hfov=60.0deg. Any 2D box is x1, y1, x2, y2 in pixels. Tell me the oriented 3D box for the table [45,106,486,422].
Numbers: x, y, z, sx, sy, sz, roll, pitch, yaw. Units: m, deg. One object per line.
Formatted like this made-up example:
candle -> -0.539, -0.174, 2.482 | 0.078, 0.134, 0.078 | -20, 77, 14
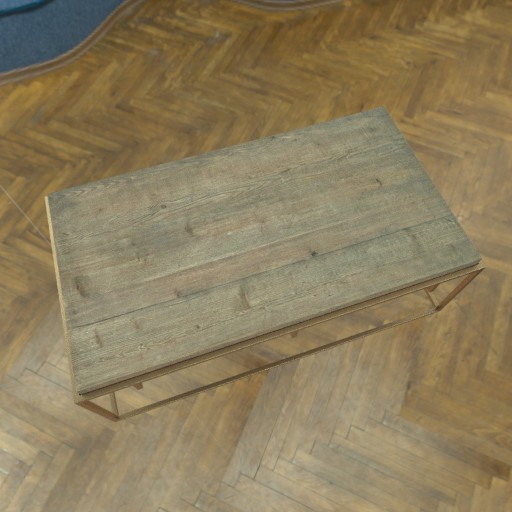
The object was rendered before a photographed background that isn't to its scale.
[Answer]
table -> 0.000, 0.000, 1.743 | 1.387, 0.468, 0.775 | -17, 64, -9
